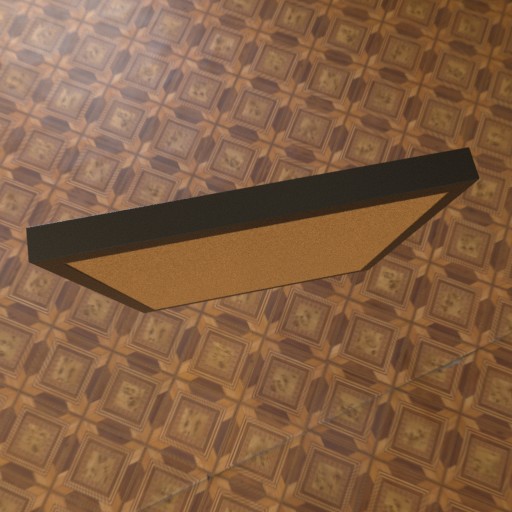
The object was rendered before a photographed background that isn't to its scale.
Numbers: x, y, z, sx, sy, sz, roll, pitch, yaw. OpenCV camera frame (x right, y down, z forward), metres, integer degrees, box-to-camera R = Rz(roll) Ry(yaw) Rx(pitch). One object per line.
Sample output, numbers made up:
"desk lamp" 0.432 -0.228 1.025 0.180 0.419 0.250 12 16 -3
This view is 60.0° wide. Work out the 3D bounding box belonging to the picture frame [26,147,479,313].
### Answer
"picture frame" 0.000 0.000 0.517 0.355 0.353 0.029 -11 77 -3
